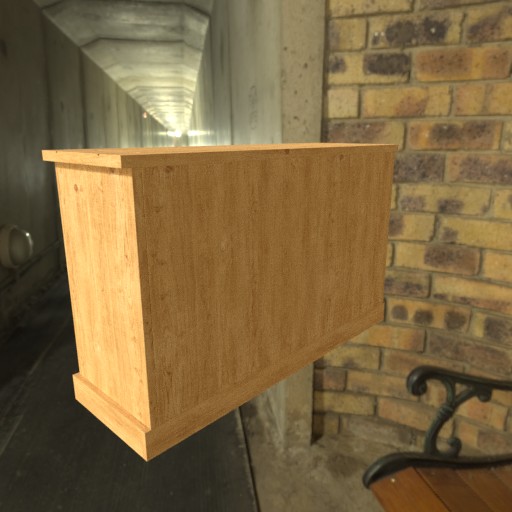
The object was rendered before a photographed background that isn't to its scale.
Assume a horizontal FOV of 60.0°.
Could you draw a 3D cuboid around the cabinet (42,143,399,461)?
[{"bbox_3d":[0.000,0.000,1.692,0.432,0.810,1.321,14,21,42],"label":"cabinet"}]
